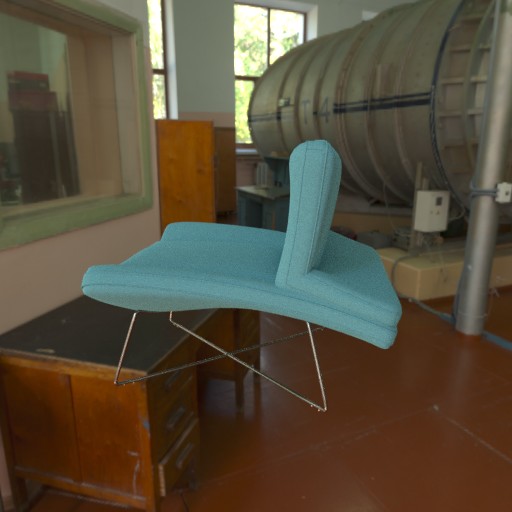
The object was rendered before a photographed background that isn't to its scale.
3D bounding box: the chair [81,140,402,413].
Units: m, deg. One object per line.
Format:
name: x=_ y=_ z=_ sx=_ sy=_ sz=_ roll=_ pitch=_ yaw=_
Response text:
chair: x=0.000 y=0.000 z=1.689 sx=1.008 sy=0.855 sz=0.859 roll=2 pitch=15 yaw=9
